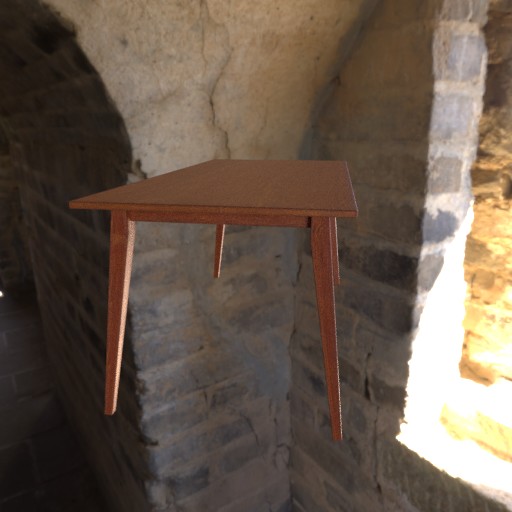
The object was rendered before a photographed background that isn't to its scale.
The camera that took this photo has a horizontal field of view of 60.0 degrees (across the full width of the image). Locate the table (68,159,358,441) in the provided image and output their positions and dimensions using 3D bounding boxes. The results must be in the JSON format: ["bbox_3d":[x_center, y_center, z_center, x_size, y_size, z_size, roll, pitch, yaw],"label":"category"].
[{"bbox_3d":[0.000,0.000,2.064,0.811,0.755,1.609,3,17,9],"label":"table"}]
